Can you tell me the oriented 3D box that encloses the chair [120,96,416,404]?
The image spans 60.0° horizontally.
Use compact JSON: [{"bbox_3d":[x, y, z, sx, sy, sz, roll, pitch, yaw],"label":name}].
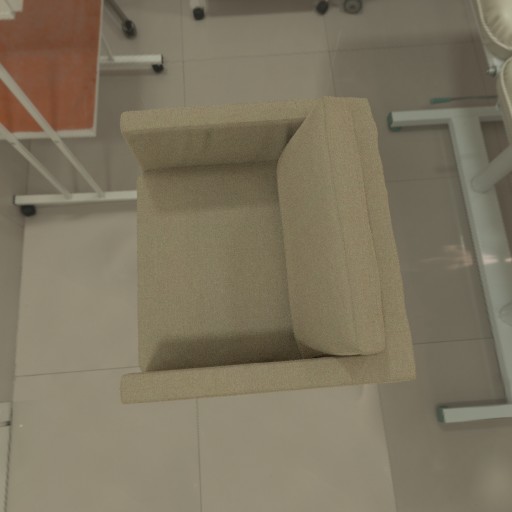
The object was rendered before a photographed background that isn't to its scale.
[{"bbox_3d":[0.000,0.000,1.749,0.949,0.863,1.057,-4,74,-1],"label":"chair"}]
